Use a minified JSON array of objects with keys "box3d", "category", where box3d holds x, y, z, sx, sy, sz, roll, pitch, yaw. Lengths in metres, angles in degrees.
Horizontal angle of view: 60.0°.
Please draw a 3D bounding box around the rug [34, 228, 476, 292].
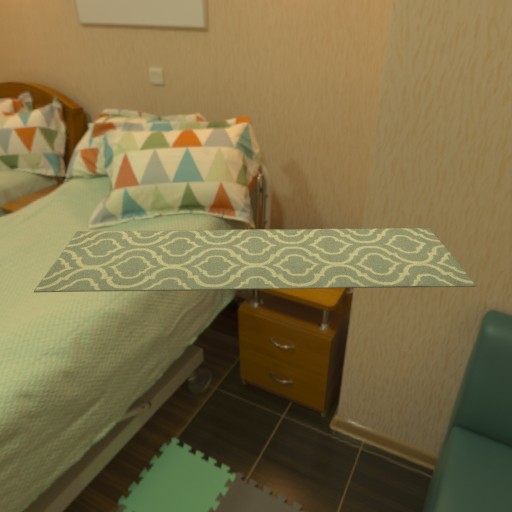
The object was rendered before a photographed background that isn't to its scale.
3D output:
[{"box3d":[0.000,0.000,2.566,2.275,0.009,0.684,-1,30,-1],"category":"rug"}]
